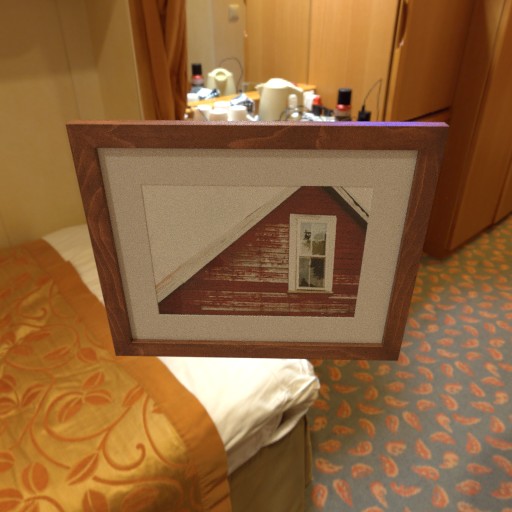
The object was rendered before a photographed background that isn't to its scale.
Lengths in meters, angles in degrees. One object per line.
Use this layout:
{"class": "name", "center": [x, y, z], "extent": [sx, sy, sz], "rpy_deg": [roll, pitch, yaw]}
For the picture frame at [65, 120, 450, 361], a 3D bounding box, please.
{"class": "picture frame", "center": [0.000, 0.000, 0.772], "extent": [0.559, 0.457, 0.025], "rpy_deg": [1, 31, 1]}
